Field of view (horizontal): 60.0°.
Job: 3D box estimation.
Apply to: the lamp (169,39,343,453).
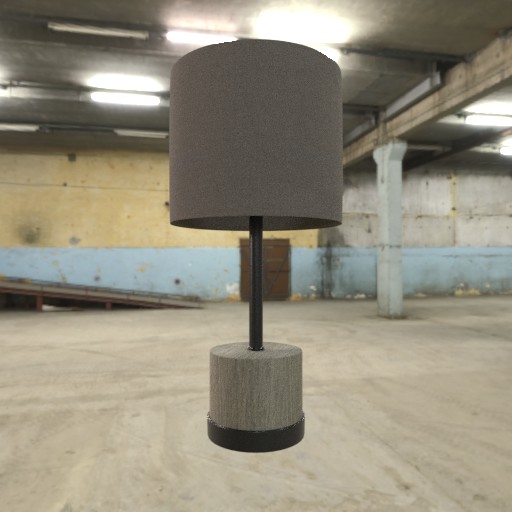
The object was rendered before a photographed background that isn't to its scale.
[{"bbox_3d":[0.000,0.000,0.593,0.229,0.470,0.229,0,-1,17],"label":"lamp"}]
